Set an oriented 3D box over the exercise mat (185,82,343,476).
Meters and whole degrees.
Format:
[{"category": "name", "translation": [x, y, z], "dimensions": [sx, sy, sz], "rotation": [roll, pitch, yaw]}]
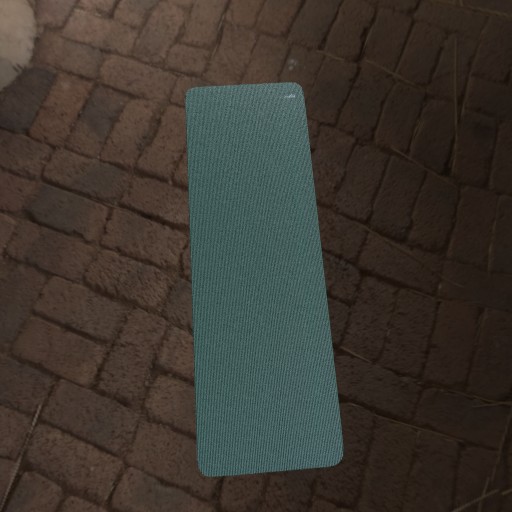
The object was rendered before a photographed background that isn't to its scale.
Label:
[{"category": "exercise mat", "translation": [0.000, 0.000, 2.088], "dimensions": [0.616, 0.021, 1.869], "rotation": [-4, 75, -1]}]
